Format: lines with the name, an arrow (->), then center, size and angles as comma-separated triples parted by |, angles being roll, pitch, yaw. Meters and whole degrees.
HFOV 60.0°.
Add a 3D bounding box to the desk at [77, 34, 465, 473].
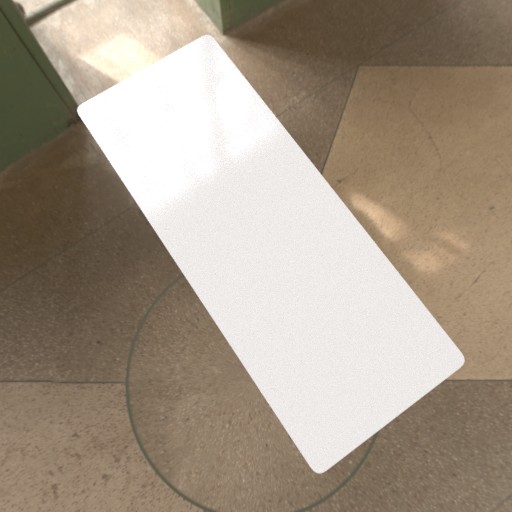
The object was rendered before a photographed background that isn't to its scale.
desk -> 0.000, 0.000, 1.773 | 0.550, 0.762, 1.400 | -33, 77, -8
